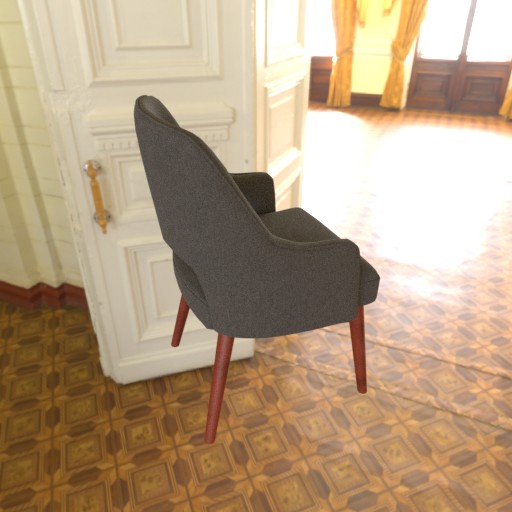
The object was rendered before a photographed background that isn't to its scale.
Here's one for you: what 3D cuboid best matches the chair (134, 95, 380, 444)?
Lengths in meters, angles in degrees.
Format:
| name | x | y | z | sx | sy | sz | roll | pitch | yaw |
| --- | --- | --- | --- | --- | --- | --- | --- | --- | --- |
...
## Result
| name | x | y | z | sx | sy | sz | roll | pitch | yaw |
| --- | --- | --- | --- | --- | --- | --- | --- | --- | --- |
| chair | 0.000 | 0.000 | 1.235 | 0.560 | 0.838 | 0.559 | -11 | 32 | -19 |
